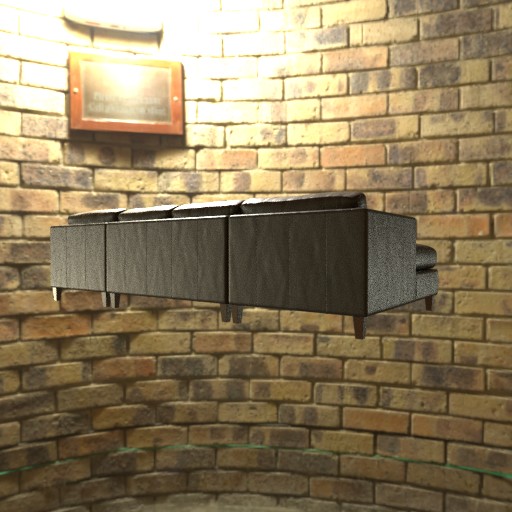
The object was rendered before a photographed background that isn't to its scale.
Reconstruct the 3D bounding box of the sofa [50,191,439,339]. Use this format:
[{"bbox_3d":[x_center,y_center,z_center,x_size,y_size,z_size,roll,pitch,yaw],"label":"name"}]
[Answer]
[{"bbox_3d":[0.000,0.000,4.432,3.324,0.891,2.452,1,1,36],"label":"sofa"}]
